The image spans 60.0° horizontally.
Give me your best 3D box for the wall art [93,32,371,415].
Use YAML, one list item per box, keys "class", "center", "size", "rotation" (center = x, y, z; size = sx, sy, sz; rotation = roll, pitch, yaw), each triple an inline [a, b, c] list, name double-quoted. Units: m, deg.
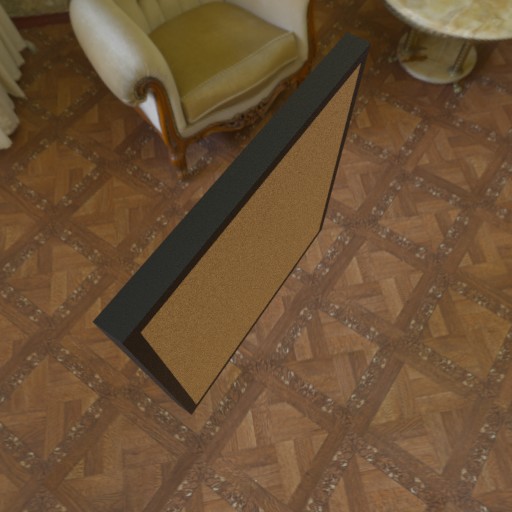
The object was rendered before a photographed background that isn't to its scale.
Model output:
- class: "wall art"
  center: [0.000, 0.000, 0.744]
  size: [0.038, 0.508, 0.508]
  rotation: [31, 67, 15]
